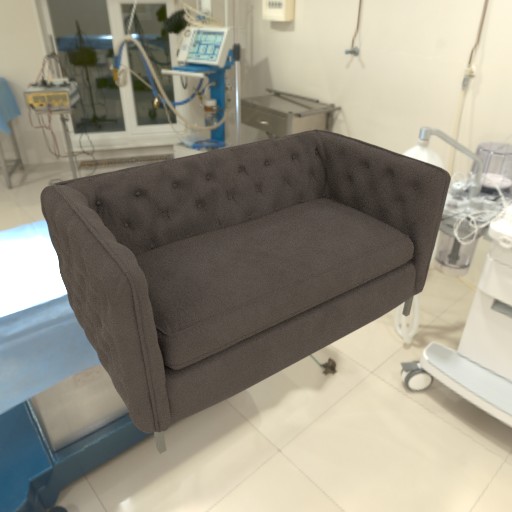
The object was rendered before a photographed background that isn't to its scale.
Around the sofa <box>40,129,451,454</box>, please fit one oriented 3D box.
[{"bbox_3d":[0.000,0.000,2.075,1.583,0.810,0.909,-20,36,-30],"label":"sofa"}]
